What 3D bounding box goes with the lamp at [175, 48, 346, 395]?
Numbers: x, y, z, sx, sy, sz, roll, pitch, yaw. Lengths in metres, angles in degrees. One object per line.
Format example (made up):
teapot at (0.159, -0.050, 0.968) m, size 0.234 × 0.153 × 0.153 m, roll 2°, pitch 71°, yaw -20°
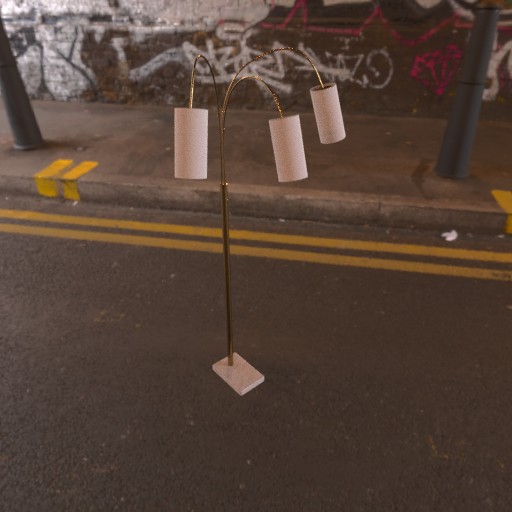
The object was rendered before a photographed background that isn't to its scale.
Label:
lamp at (0.000, 0.000, 2.450) m, size 1.020 × 2.055 × 0.667 m, roll -23°, pitch 38°, yaw -34°
